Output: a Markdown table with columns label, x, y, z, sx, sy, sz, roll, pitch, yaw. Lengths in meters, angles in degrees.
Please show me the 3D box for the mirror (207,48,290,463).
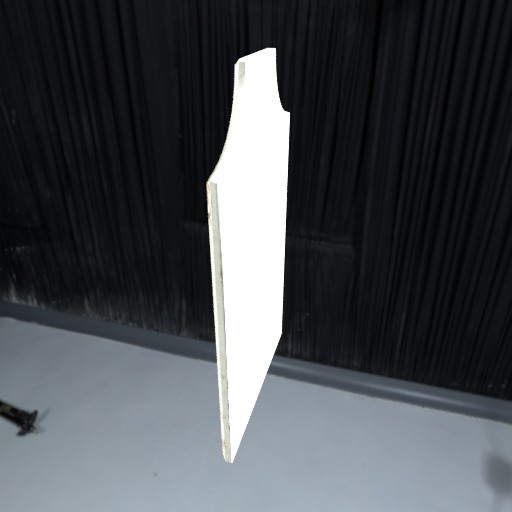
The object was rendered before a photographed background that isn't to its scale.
| label | x | y | z | sx | sy | sz | roll | pitch | yaw |
| --- | --- | --- | --- | --- | --- | --- | --- | --- | --- |
| mirror | 0.000 | 0.000 | 0.858 | 0.022 | 0.717 | 0.403 | 9 | 32 | 14 |
